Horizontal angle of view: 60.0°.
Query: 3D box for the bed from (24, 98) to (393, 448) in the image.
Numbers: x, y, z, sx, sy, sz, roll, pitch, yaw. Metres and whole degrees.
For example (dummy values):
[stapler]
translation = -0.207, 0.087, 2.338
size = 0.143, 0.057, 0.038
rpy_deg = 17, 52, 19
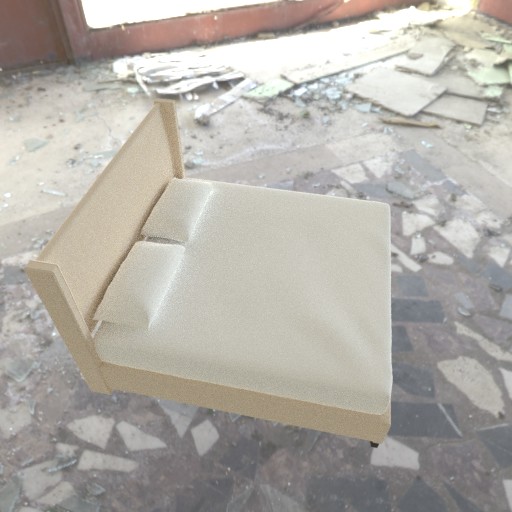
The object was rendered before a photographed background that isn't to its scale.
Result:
[bed]
translation = 0.000, 0.000, 3.631
size = 2.293, 1.471, 2.145
rpy_deg = 9, 46, 8
